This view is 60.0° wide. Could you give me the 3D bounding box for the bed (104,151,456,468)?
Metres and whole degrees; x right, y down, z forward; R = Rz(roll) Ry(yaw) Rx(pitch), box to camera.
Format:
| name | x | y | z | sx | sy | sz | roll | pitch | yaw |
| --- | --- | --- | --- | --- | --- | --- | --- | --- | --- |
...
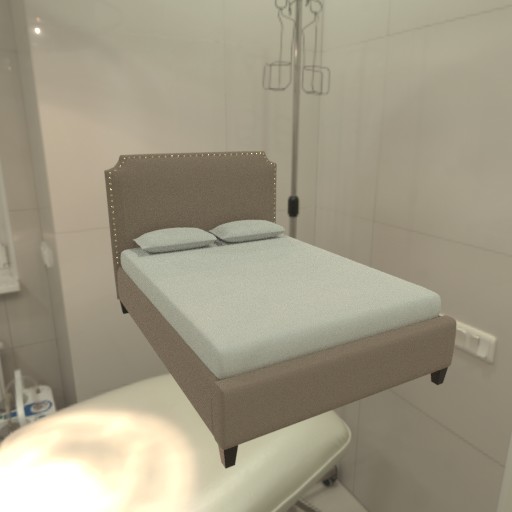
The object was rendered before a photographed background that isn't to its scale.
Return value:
| name | x | y | z | sx | sy | sz | roll | pitch | yaw |
| --- | --- | --- | --- | --- | --- | --- | --- | --- | --- |
| bed | 0.000 | 0.000 | 3.395 | 1.713 | 1.443 | 2.372 | -9 | 18 | -28 |
